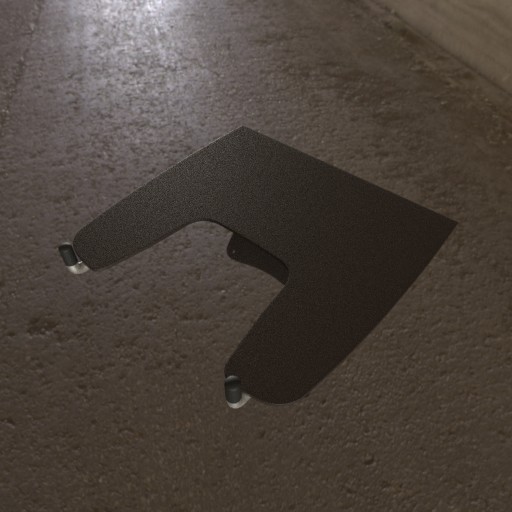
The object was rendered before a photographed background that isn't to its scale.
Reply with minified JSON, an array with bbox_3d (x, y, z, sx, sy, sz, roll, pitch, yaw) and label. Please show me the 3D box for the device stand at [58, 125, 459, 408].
[{"bbox_3d":[0.000,0.000,0.359,0.230,0.092,0.230,32,54,26],"label":"device stand"}]
